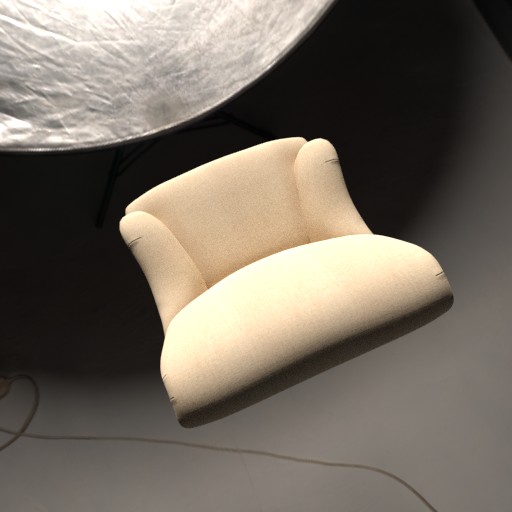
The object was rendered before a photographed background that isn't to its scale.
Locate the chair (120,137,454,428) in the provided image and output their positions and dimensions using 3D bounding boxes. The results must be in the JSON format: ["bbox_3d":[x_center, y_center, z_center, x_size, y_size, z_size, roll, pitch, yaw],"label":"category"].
[{"bbox_3d":[0.000,0.000,1.536,0.766,0.944,0.842,-23,77,-6],"label":"chair"}]
